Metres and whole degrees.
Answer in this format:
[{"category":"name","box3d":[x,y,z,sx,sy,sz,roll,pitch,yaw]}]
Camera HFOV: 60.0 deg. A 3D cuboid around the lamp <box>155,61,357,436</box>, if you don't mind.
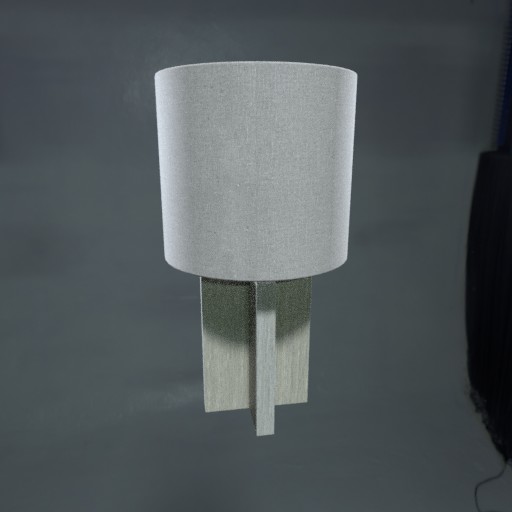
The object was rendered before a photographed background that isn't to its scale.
[{"category":"lamp","box3d":[0.000,0.000,0.567,0.229,0.428,0.229,-3,16,-9]}]
